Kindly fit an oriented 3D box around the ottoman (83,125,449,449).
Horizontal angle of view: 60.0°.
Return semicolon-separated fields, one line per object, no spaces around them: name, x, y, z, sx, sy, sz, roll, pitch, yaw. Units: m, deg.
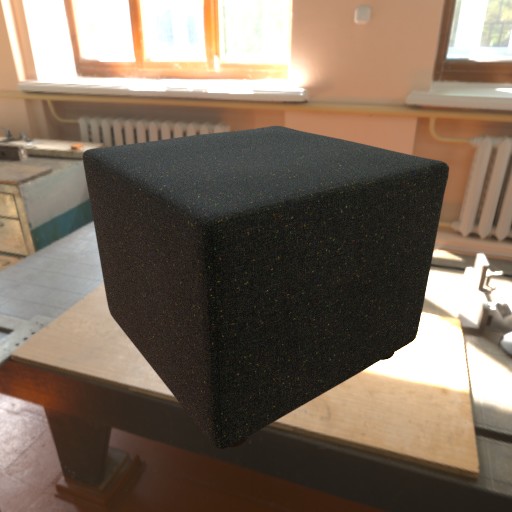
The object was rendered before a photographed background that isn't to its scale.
ottoman;0.000;0.000;0.906;0.508;0.432;0.508;-17;30;-32
